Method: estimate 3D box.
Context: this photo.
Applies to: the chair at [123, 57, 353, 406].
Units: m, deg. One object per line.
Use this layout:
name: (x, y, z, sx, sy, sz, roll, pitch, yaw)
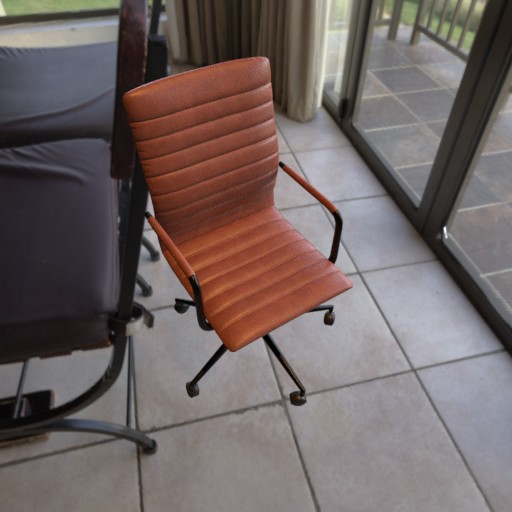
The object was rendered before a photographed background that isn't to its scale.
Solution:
chair: (0.000, 0.000, 1.272, 0.600, 0.878, 0.578, -25, 51, -22)
